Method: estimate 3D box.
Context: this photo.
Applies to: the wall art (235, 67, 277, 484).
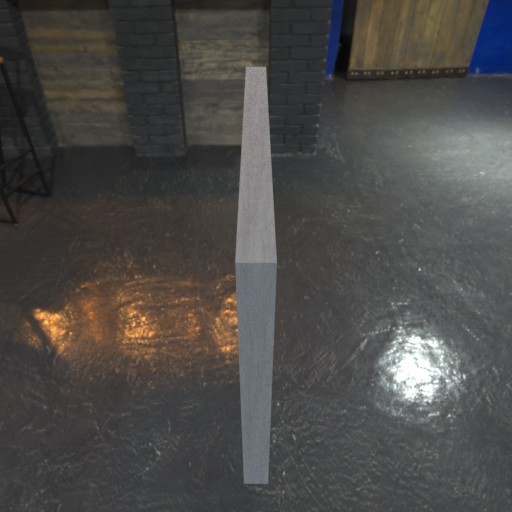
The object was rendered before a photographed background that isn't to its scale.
[{"bbox_3d":[0.000,0.000,0.754,0.037,0.450,0.557,0,40,0],"label":"wall art"}]
